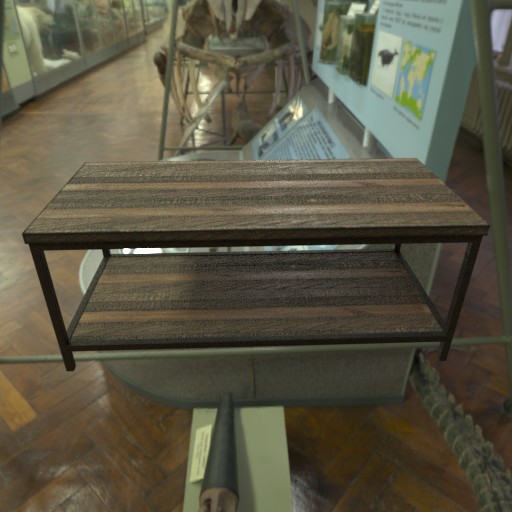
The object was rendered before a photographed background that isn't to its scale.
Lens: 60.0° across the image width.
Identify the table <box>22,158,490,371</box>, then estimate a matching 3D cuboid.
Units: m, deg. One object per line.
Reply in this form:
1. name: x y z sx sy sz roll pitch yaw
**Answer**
1. table: 0.000 0.000 1.231 0.990 0.399 0.452 -1 31 -2
